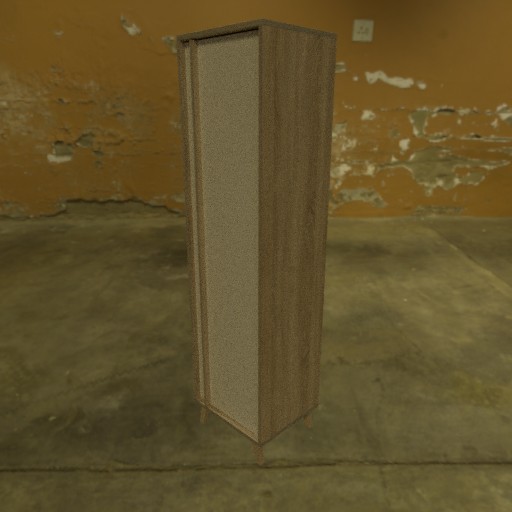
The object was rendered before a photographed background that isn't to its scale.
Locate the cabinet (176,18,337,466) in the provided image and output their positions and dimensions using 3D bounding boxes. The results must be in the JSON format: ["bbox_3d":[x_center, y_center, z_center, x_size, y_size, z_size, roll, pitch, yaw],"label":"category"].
[{"bbox_3d":[0.000,0.000,2.169,0.510,1.960,0.450,17,24,42],"label":"cabinet"}]
